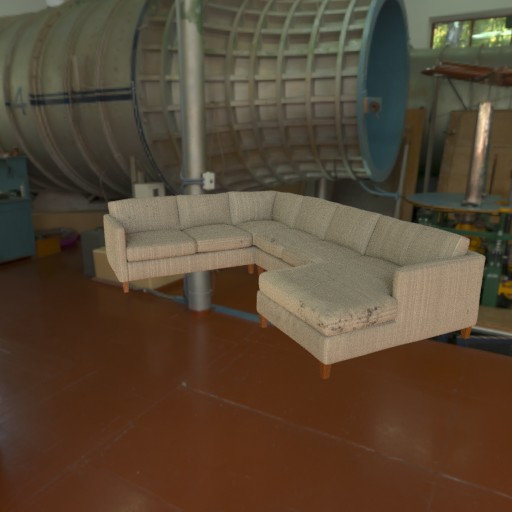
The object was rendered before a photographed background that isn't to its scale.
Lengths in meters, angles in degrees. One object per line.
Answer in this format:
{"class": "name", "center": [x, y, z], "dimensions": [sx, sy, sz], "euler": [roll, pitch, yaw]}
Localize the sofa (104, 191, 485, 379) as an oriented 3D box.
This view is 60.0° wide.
{"class": "sofa", "center": [0.000, 0.000, 4.638], "dimensions": [2.594, 0.961, 3.460], "euler": [-8, 17, -25]}
